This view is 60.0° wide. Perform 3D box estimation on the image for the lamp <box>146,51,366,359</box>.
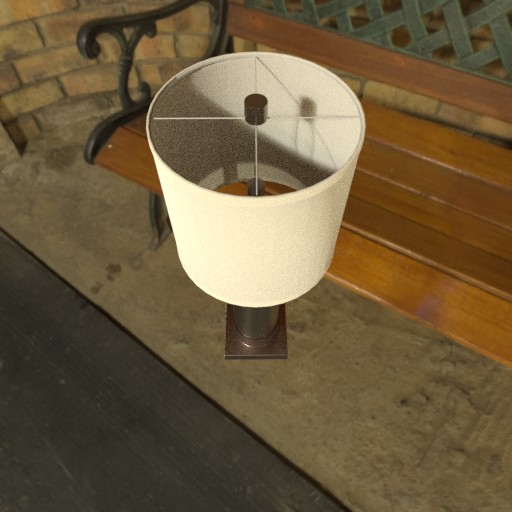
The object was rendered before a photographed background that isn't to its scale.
[{"bbox_3d":[0.000,0.000,0.611,0.202,0.509,0.202,0,57,0],"label":"lamp"}]
